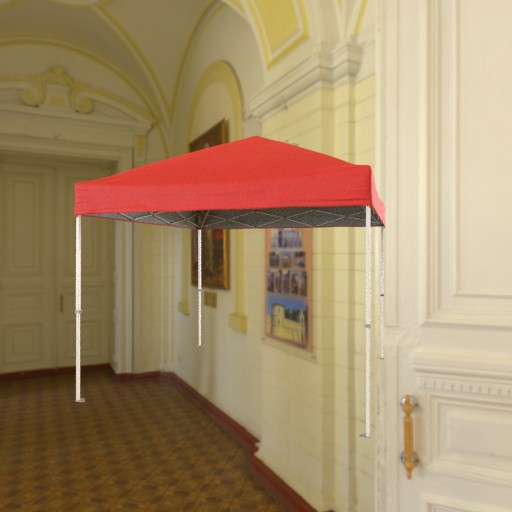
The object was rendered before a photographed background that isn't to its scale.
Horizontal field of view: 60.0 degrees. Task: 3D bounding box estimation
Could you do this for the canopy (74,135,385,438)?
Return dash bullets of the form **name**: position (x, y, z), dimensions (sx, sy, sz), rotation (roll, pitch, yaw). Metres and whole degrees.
- **canopy**: position (0.000, 0.000, 5.523), dimensions (2.998, 2.997, 2.996), rotation (0, 0, 18)
